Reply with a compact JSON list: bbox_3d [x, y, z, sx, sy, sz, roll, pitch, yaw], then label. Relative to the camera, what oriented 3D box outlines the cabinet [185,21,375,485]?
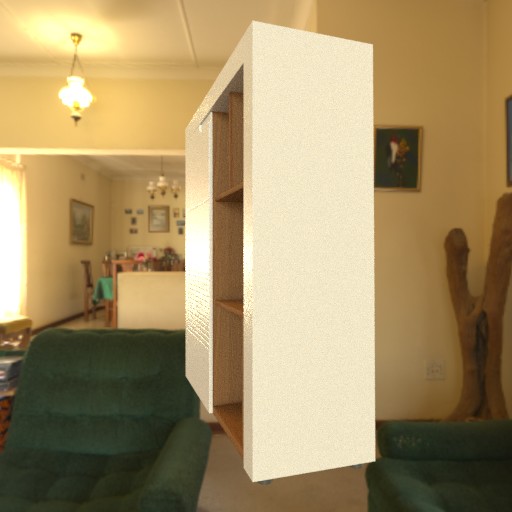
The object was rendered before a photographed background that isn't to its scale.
[{"bbox_3d":[0.000,0.000,1.604,0.348,1.150,0.990,0,0,-18],"label":"cabinet"}]
